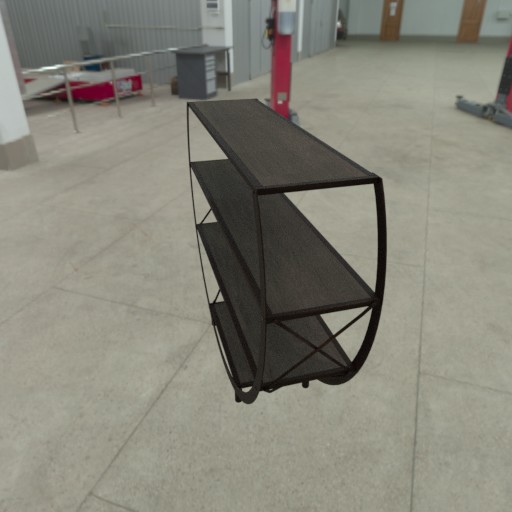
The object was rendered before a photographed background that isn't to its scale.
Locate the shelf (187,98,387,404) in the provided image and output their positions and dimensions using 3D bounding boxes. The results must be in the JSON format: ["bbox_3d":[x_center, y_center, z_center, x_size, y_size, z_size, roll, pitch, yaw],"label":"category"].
[{"bbox_3d":[0.000,0.000,1.875,0.344,1.063,1.403,-8,30,-14],"label":"shelf"}]
